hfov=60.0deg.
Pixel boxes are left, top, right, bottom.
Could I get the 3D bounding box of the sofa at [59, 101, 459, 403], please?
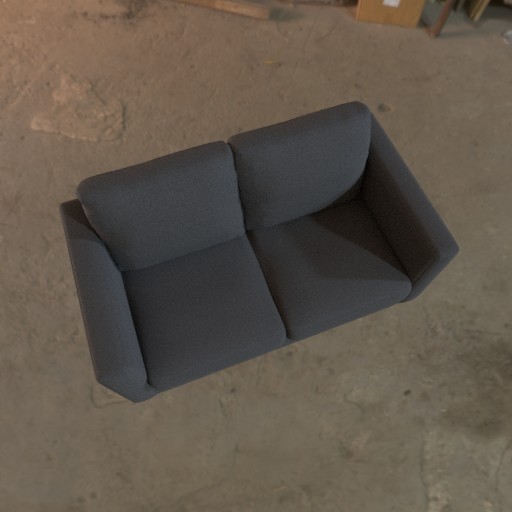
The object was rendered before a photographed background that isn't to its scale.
[{"bbox_3d":[0.000,0.000,1.955,1.430,0.908,0.796,-19,66,-9],"label":"sofa"}]
